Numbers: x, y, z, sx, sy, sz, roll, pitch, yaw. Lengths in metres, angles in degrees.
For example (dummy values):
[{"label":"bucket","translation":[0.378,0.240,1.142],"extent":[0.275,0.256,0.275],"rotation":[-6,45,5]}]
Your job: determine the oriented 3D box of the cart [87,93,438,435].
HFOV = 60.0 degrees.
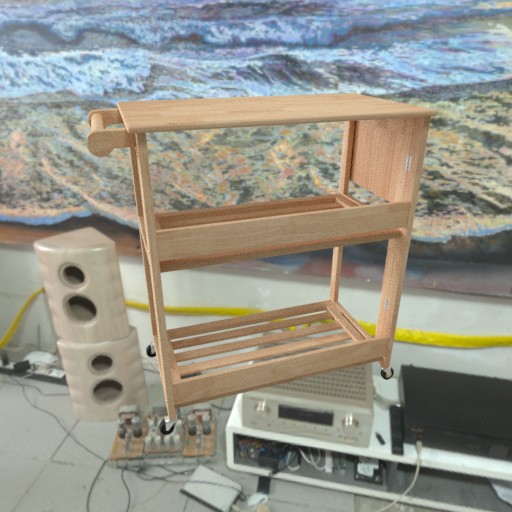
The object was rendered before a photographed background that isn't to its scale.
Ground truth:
[{"label":"cart","translation":[0.000,0.000,1.360],"extent":[0.853,0.879,0.432],"rotation":[-8,27,-16]}]
